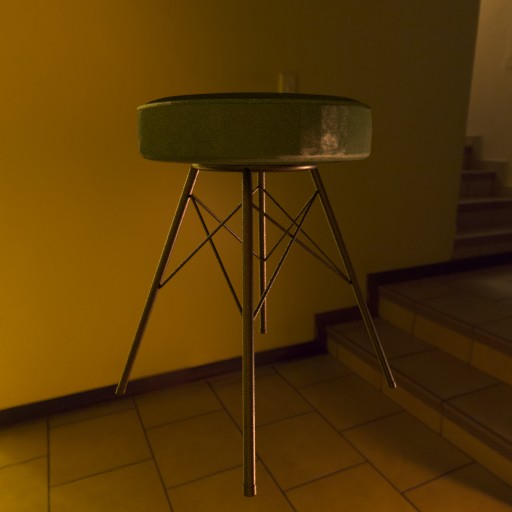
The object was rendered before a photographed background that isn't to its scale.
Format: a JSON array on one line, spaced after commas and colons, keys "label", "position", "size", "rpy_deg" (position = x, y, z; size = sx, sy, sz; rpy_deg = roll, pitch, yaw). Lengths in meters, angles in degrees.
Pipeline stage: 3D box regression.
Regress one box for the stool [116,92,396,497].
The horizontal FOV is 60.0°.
[{"label": "stool", "position": [0.000, 0.000, 0.895], "size": [0.457, 0.595, 0.430], "rpy_deg": [-14, 20, -43]}]
